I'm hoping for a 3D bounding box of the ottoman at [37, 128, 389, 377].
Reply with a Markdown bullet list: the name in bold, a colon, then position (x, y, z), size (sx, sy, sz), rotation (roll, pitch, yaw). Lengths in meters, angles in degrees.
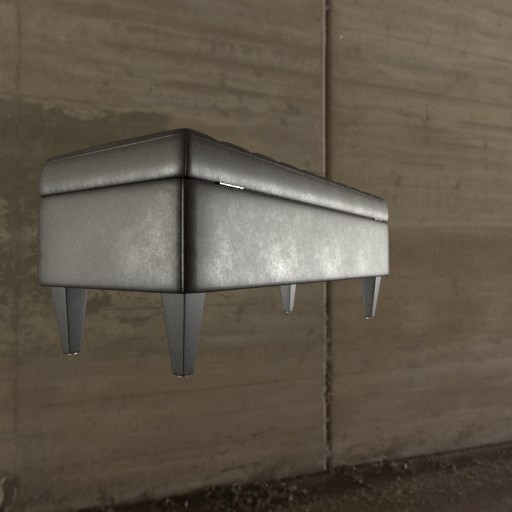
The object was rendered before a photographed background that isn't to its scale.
- **ottoman**: position (0.000, 0.000, 1.372), size (0.482, 0.469, 1.151), rotation (0, -1, 34)
